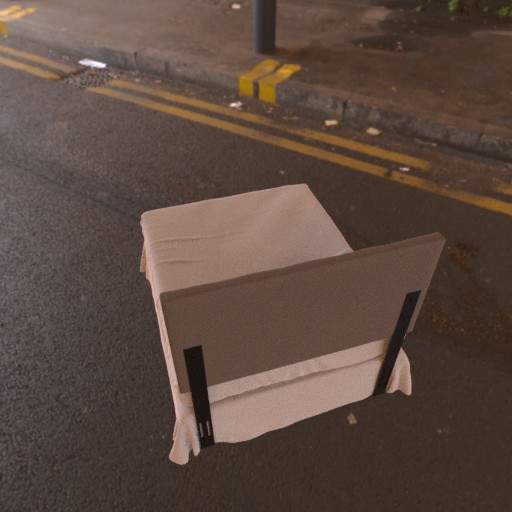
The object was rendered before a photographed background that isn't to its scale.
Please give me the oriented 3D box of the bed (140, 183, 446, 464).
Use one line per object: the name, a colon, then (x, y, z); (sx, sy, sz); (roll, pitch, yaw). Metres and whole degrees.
bed: (0.000, 0.000, 3.571); (1.936, 1.577, 2.222); (-12, 43, -13)
